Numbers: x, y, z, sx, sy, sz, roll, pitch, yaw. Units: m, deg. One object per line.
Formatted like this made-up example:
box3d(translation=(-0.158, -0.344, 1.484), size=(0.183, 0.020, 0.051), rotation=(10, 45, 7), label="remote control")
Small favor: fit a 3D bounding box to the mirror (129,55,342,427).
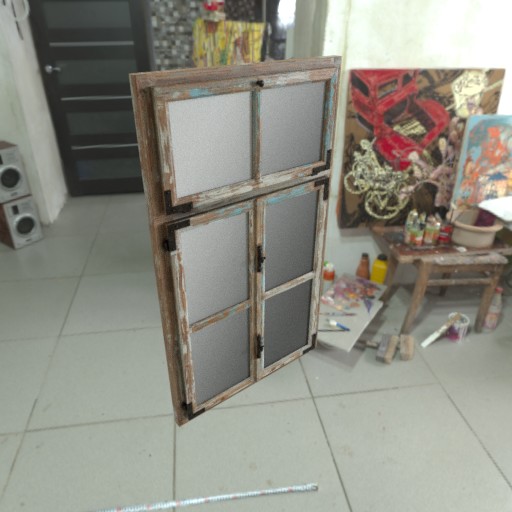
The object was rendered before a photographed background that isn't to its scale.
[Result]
box3d(translation=(0.000, 0.000, 1.521), size=(0.707, 1.213, 0.083), rotation=(-21, 36, -32), label="mirror")
